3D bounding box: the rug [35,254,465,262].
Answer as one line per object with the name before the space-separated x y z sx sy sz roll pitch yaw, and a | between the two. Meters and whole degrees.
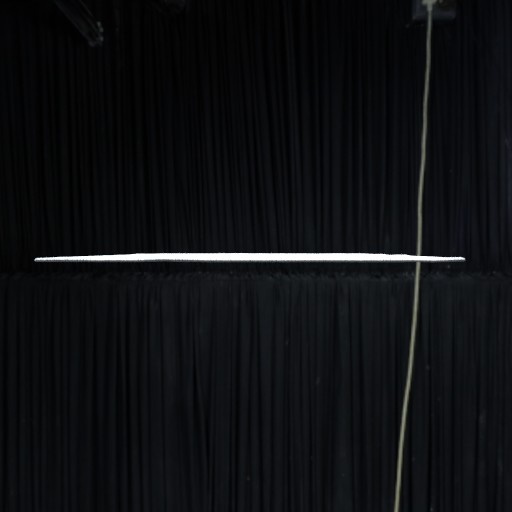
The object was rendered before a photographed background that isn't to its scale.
rug | 0.000 0.000 0.879 0.548 0.006 0.639 0 1 2
